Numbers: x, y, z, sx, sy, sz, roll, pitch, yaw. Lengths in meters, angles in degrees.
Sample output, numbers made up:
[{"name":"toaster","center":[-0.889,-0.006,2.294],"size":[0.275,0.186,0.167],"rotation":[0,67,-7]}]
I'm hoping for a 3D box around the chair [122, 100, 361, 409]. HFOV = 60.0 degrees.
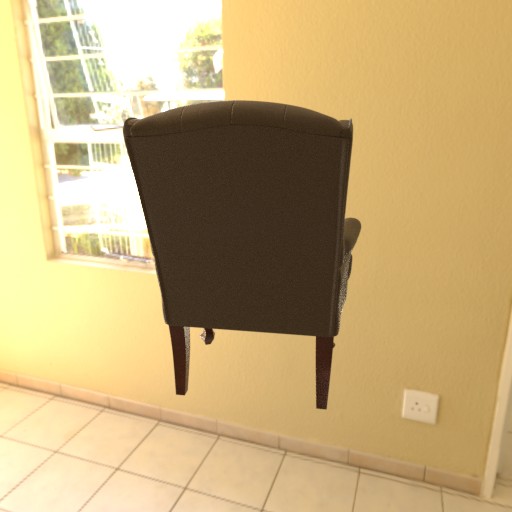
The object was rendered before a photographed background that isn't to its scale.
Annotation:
[{"name":"chair","center":[0.000,0.000,1.763],"size":[0.829,1.132,0.819],"rotation":[3,16,9]}]
